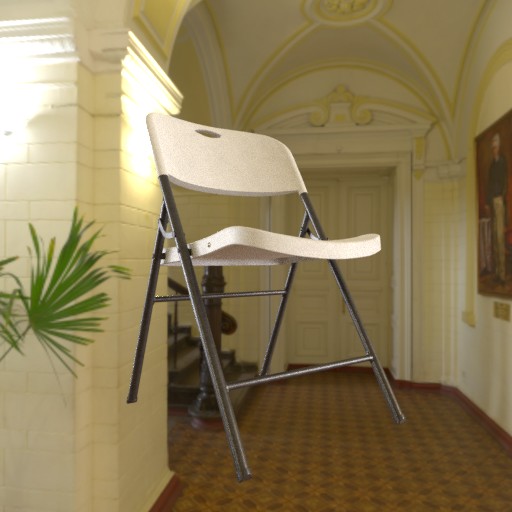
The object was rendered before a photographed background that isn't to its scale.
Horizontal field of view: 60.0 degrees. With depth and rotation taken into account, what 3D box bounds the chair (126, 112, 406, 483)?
[{"bbox_3d":[0.000,0.000,1.154,0.494,0.810,0.566,0,-1,-37],"label":"chair"}]
